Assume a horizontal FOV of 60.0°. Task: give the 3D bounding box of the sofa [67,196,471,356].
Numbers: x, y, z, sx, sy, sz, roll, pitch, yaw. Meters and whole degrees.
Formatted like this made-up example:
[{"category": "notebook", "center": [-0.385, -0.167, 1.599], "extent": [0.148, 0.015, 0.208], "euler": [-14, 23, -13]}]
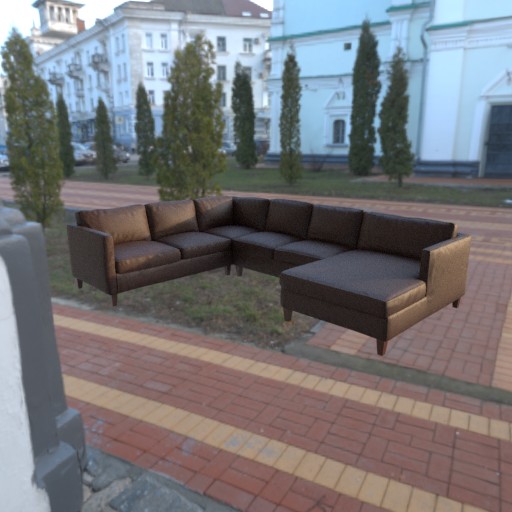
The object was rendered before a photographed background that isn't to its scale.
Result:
[{"category": "sofa", "center": [0.000, 0.000, 4.675], "extent": [3.460, 0.923, 2.593], "euler": [14, 20, 43]}]
